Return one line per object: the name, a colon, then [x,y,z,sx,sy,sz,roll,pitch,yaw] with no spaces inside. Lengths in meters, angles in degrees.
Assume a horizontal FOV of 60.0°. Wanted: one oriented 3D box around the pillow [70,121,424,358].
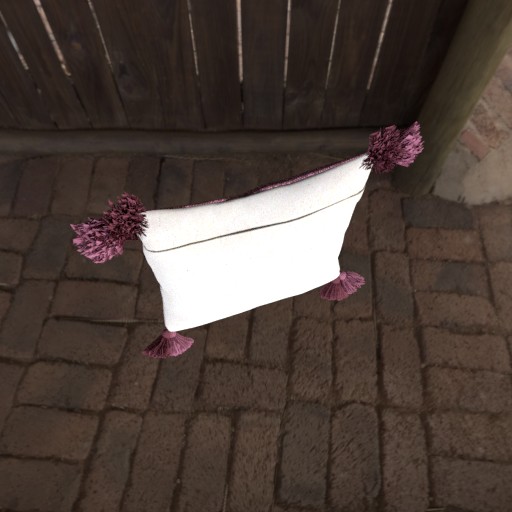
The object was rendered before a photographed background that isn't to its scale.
pillow: [0.000,0.000,0.984,0.641,0.659,0.138,-16,60,-10]
